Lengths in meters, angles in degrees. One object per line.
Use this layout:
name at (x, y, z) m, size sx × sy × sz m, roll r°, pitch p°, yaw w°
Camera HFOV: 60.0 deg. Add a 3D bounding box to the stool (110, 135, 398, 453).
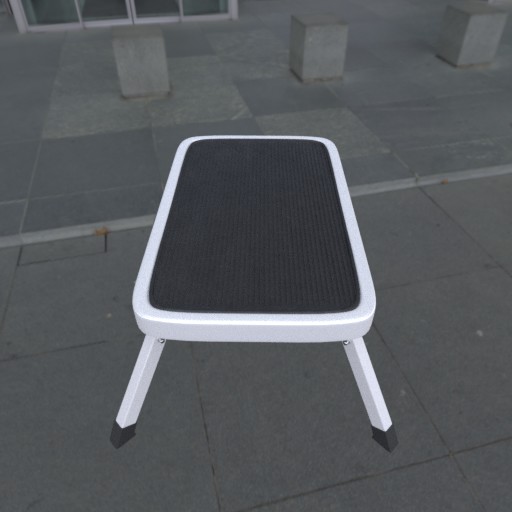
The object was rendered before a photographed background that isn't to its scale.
stool at (0.000, 0.000, 0.603) m, size 0.320 × 0.170 × 0.460 m, roll 0°, pitch 41°, yaw 1°
